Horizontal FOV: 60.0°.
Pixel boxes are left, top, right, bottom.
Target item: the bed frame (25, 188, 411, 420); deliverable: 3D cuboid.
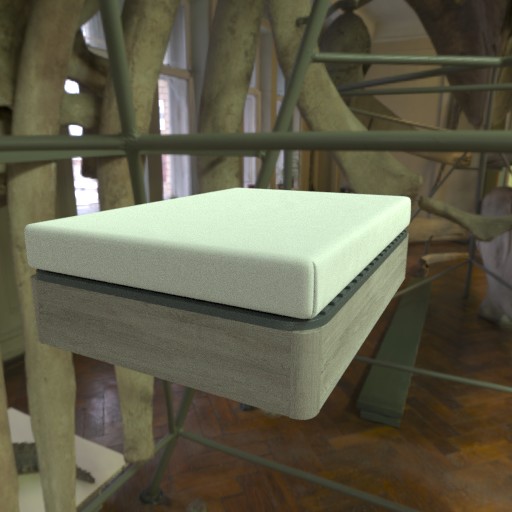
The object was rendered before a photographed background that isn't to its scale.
[{"bbox_3d":[0.000,0.000,2.532,1.400,0.561,1.900,7,16,26],"label":"bed frame"}]
